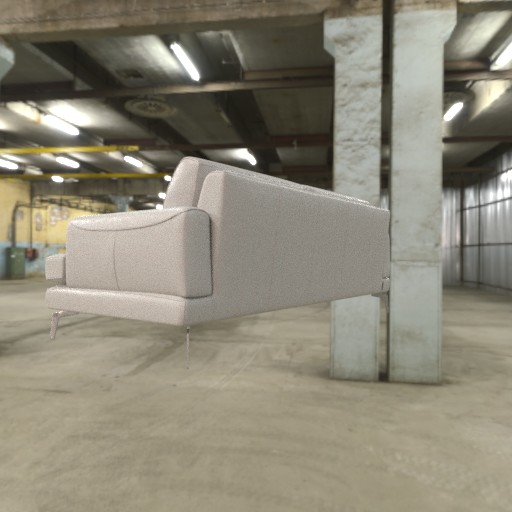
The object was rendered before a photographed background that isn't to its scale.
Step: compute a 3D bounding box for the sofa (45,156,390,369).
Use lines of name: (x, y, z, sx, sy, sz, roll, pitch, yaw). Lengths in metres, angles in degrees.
sofa: (0.000, 0.000, 2.489, 0.974, 0.765, 1.940, 0, 0, 37)
